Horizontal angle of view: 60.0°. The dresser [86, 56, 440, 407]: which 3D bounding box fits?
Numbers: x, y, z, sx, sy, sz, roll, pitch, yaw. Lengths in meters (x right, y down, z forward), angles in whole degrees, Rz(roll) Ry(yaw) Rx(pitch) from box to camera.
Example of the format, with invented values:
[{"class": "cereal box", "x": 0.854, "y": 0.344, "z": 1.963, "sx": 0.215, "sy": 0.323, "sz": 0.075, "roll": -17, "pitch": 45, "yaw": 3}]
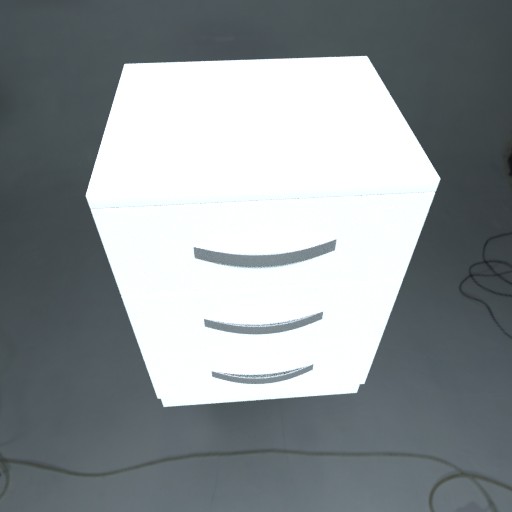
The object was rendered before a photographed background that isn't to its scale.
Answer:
[{"class": "dresser", "x": 0.000, "y": 0.000, "z": 0.809, "sx": 0.400, "sy": 0.560, "sz": 0.360, "roll": -3, "pitch": 47, "yaw": -3}]
